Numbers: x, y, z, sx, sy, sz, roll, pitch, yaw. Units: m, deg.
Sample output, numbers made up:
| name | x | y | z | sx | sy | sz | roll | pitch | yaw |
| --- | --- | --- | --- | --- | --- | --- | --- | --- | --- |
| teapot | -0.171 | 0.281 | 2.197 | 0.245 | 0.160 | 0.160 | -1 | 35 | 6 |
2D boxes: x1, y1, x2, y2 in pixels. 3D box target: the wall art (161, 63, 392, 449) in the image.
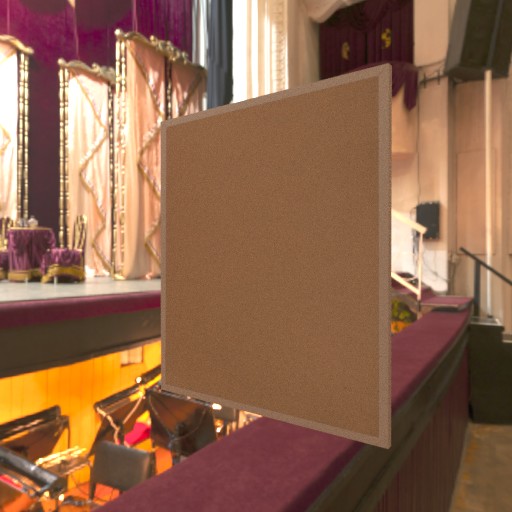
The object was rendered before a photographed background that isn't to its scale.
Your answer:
| name | x | y | z | sx | sy | sz | roll | pitch | yaw |
| --- | --- | --- | --- | --- | --- | --- | --- | --- | --- |
| wall art | 0.000 | 0.000 | 0.785 | 0.482 | 0.557 | 0.012 | 0 | 0 | 36 |
